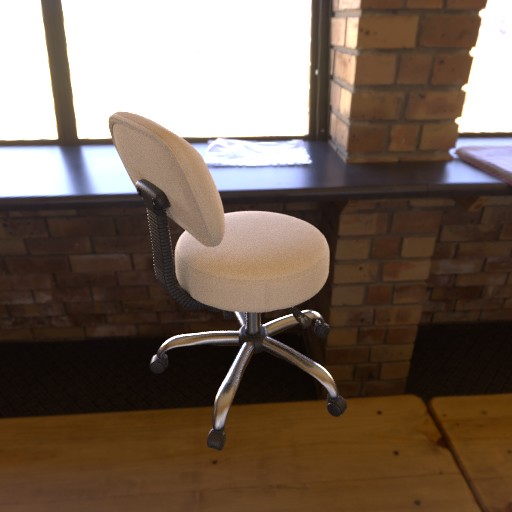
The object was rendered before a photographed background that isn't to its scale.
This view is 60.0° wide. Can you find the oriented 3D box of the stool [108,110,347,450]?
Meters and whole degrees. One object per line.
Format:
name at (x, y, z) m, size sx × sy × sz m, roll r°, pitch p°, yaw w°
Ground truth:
stool at (0.000, 0.000, 1.216) m, size 0.616 × 0.810 × 0.609 m, roll -19°, pitch 33°, yaw -31°
